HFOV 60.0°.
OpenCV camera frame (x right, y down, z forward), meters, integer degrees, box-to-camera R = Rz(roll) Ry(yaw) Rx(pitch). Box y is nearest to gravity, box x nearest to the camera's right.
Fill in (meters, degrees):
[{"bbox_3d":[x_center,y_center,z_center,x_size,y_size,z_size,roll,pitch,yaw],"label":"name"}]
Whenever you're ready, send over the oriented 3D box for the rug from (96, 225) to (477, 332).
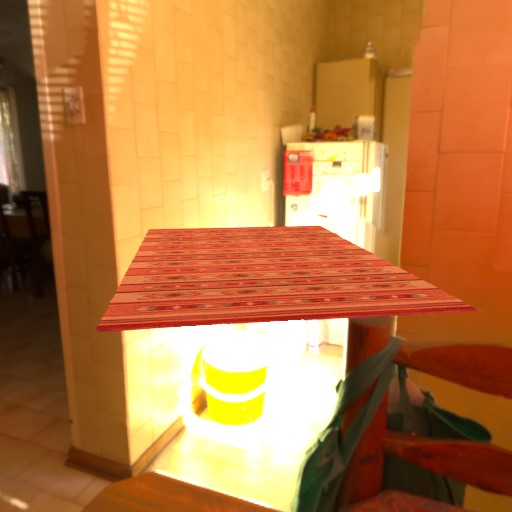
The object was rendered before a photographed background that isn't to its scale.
[{"bbox_3d":[0.000,0.000,2.259,1.223,0.008,1.817,-2,13,-8],"label":"rug"}]
